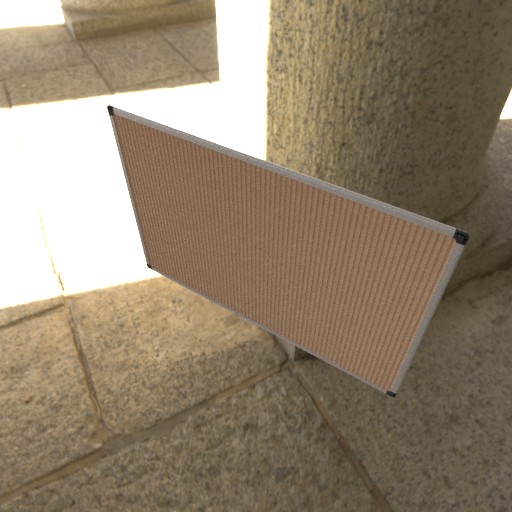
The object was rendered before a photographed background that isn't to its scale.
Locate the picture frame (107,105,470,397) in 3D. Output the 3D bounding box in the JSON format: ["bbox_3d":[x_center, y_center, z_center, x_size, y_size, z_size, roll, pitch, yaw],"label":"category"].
[{"bbox_3d":[0.000,0.000,1.164,0.900,0.600,0.010,25,50,22],"label":"picture frame"}]
